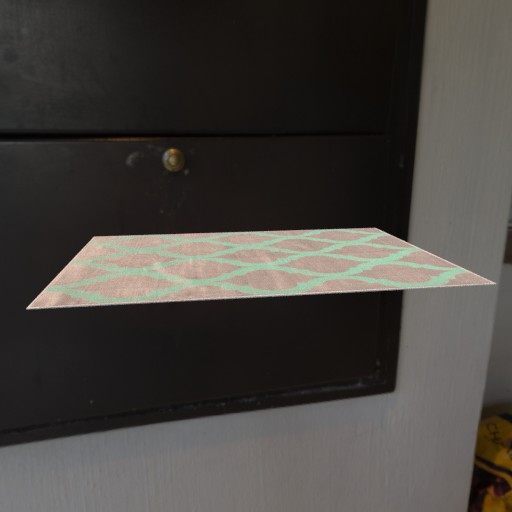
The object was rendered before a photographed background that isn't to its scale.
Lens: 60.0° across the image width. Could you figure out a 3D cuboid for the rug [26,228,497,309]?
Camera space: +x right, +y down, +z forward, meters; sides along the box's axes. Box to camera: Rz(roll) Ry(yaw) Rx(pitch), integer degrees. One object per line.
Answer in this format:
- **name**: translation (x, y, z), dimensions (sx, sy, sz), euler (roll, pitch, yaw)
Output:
- **rug**: translation (0.000, 0.000, 2.853), dimensions (2.286, 0.006, 1.524), euler (-2, 15, -9)
